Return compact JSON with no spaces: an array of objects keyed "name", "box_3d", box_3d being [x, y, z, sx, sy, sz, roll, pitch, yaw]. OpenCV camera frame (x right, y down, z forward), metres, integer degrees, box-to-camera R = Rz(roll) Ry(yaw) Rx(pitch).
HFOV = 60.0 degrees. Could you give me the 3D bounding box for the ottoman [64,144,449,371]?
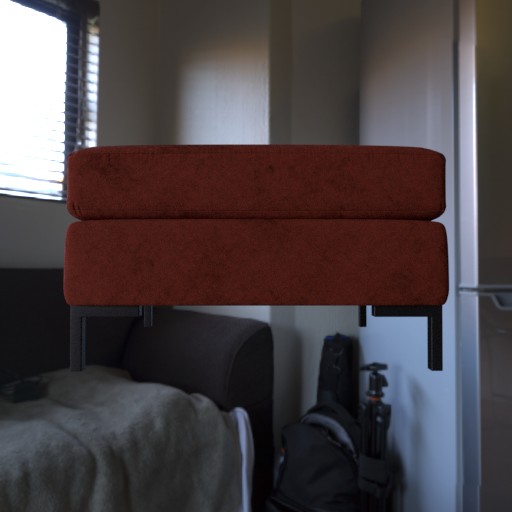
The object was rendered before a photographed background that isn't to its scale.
[{"name":"ottoman","box_3d":[0.000,0.000,1.180,0.782,0.462,0.650,0,-1,0]}]
